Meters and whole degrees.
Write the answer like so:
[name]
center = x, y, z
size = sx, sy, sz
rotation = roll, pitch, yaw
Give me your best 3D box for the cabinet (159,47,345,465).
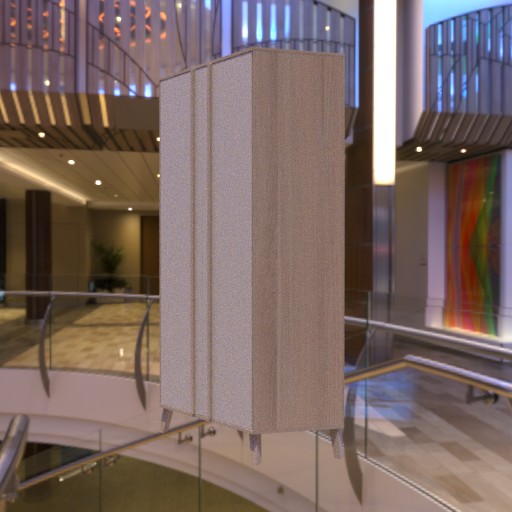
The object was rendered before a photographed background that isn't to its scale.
[cabinet]
center = 0.000, 0.000, 2.639
size = 1.272, 1.957, 0.969
rotation = 0, 1, 36
